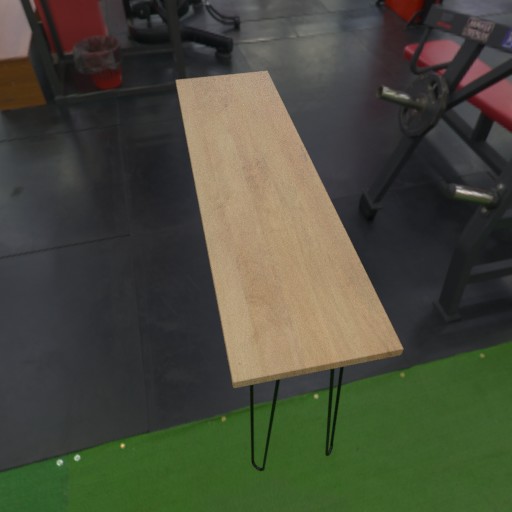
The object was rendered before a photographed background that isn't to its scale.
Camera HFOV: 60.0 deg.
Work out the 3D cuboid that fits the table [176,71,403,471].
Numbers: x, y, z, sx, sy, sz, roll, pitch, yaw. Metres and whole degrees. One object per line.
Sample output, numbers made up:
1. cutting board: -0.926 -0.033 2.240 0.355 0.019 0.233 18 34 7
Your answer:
1. table: 0.000 0.000 1.745 0.399 0.799 1.400 -9 49 -8
